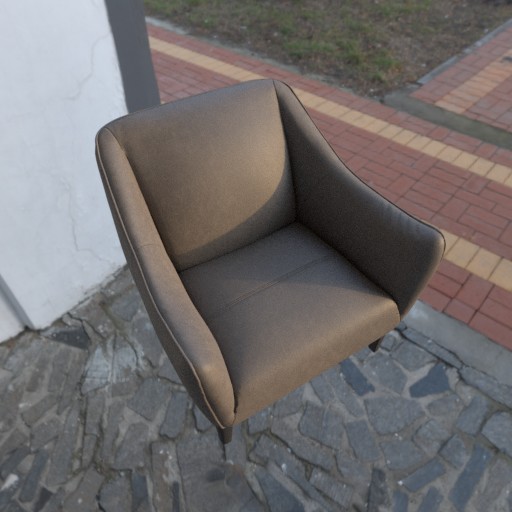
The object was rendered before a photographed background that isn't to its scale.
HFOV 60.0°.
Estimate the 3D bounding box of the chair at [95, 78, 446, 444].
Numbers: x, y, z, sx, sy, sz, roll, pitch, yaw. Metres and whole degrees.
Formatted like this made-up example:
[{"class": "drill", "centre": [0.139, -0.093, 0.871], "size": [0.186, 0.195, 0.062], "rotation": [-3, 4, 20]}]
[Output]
[{"class": "chair", "centre": [0.000, 0.000, 1.546], "size": [0.871, 0.830, 0.852], "rotation": [-24, 51, -21]}]
